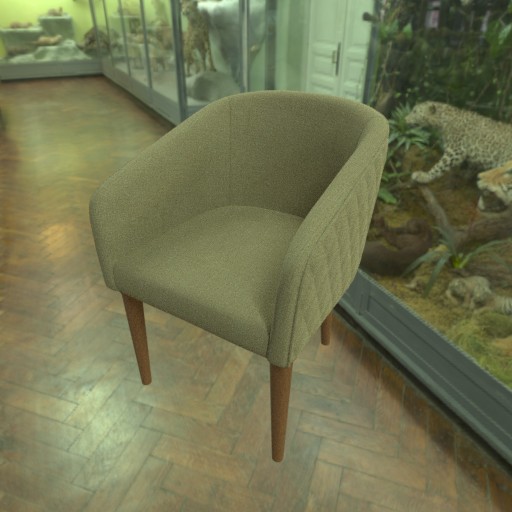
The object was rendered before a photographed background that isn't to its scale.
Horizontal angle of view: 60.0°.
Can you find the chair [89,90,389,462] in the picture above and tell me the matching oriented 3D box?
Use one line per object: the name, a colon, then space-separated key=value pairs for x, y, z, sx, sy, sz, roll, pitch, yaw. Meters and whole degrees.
chair: x=0.000 y=0.000 z=1.221 sx=0.584 sy=0.775 sz=0.616 roll=18 pitch=35 yaw=29
